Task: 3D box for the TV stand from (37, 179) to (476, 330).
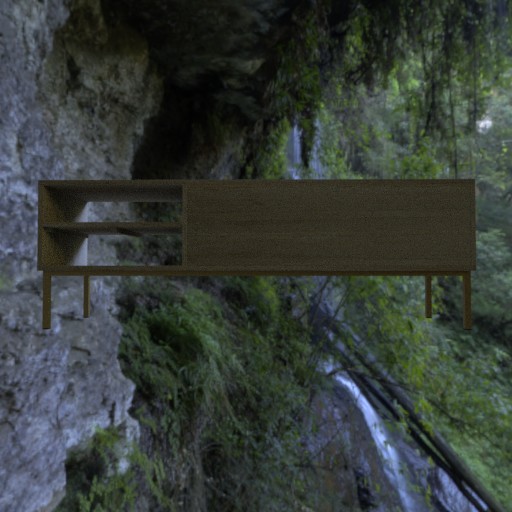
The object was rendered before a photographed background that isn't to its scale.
[{"bbox_3d":[0.000,0.000,1.826,1.600,0.550,0.420,0,-1,1],"label":"TV stand"}]
